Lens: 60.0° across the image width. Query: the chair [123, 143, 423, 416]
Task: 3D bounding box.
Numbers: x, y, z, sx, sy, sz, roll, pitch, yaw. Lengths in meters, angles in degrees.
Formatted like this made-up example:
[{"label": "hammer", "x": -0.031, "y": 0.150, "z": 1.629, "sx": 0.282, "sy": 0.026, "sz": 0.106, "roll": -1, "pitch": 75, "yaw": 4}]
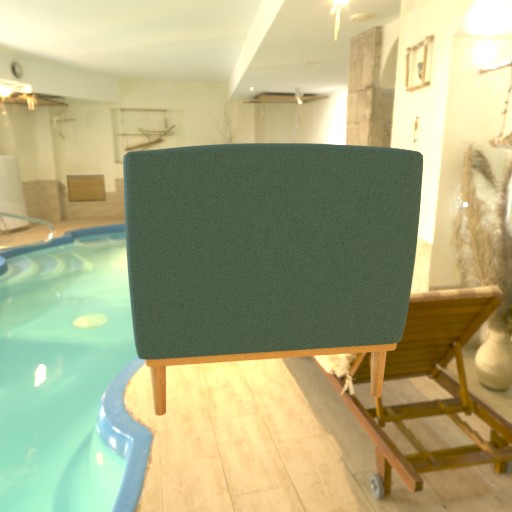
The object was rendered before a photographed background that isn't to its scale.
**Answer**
[{"label": "chair", "x": 0.000, "y": 0.000, "z": 1.683, "sx": 0.946, "sy": 0.818, "sz": 0.951, "roll": -2, "pitch": 14, "yaw": -8}]
